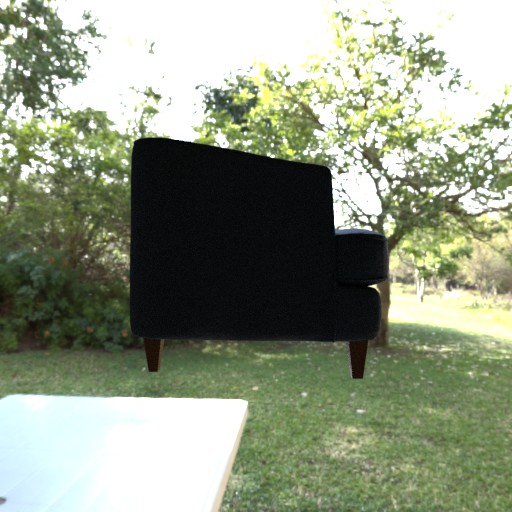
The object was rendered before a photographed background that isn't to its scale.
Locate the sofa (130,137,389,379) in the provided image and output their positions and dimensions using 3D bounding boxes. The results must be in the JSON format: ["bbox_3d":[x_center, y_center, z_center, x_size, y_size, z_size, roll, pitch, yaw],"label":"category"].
[{"bbox_3d":[0.000,0.000,2.296,0.941,0.854,1.733,0,-1,1],"label":"sofa"}]
